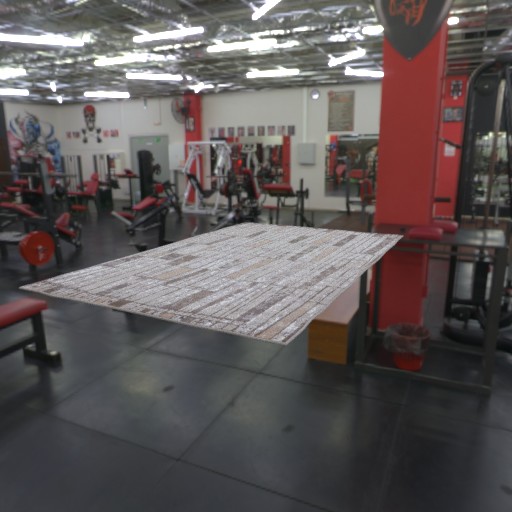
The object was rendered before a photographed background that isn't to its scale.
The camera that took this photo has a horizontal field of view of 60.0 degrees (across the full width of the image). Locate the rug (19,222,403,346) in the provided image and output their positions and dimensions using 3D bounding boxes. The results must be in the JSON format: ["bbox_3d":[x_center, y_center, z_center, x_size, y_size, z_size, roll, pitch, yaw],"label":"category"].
[{"bbox_3d":[0.000,0.000,3.022,1.531,0.023,2.444,7,15,27],"label":"rug"}]
